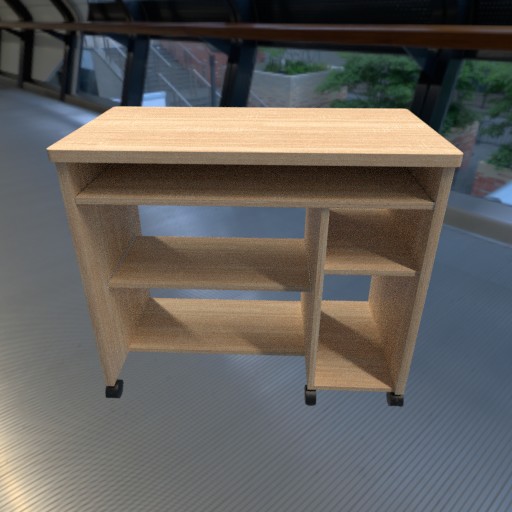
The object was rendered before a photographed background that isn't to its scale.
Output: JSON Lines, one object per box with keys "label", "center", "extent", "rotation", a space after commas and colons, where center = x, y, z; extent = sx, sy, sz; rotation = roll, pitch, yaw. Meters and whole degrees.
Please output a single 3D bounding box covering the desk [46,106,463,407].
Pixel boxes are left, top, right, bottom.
{"label": "desk", "center": [0.000, 0.000, 1.327], "extent": [0.884, 0.770, 0.480], "rotation": [1, 29, 2]}
